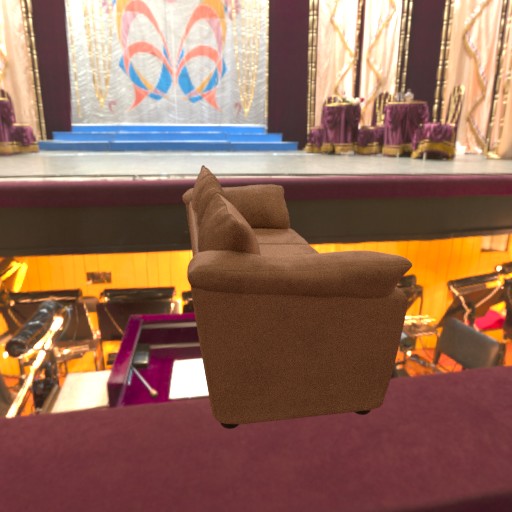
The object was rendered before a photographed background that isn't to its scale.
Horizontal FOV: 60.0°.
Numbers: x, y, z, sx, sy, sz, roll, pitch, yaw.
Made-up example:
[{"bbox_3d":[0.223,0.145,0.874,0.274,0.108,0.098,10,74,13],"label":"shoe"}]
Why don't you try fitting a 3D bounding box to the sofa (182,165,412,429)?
[{"bbox_3d":[0.000,0.000,2.808,0.893,0.981,2.377,-3,16,-9],"label":"sofa"}]
